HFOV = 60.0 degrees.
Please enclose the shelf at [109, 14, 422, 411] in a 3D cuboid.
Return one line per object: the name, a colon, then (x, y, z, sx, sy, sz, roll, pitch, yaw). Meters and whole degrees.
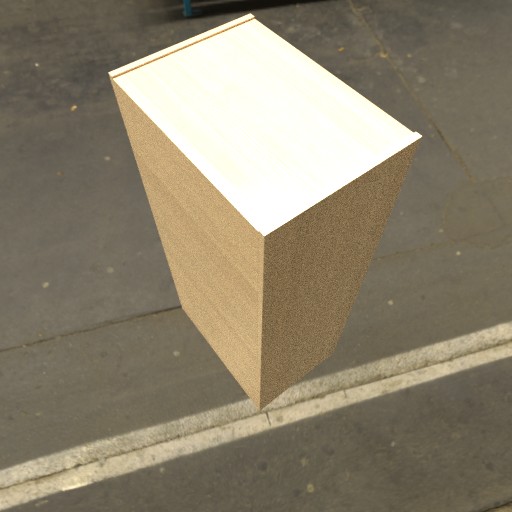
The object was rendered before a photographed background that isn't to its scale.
shelf: (0.000, 0.000, 1.054, 0.292, 0.876, 0.417, -33, 63, -19)
